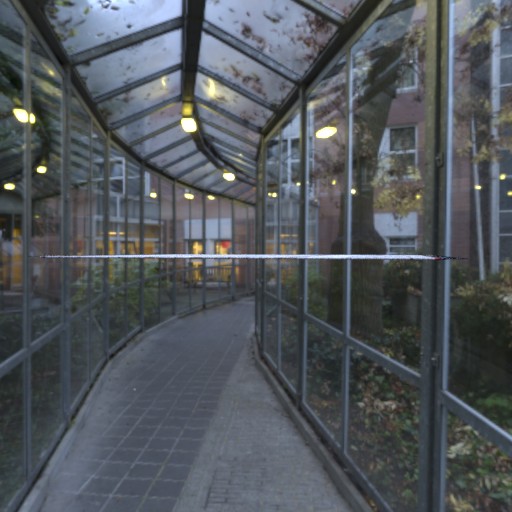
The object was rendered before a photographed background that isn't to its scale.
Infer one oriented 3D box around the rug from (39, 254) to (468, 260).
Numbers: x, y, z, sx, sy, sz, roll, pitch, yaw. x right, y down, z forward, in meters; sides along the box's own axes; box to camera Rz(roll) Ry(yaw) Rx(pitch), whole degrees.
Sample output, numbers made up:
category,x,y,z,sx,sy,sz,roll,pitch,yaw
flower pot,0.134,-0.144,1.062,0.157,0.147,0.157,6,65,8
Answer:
category,x,y,z,sx,sy,sz,roll,pitch,yaw
rug,0.000,0.000,2.299,1.848,0.012,1.217,0,1,17
